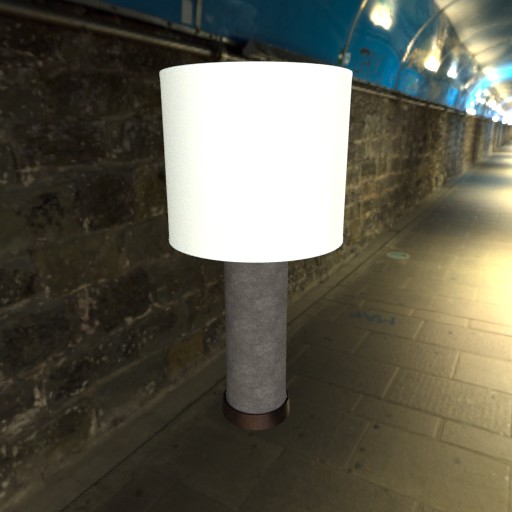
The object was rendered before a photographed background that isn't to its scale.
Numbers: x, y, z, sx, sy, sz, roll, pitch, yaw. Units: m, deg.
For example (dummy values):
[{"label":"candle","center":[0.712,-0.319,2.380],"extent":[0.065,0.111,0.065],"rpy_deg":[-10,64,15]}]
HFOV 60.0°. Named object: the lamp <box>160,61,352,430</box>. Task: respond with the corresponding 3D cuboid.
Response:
[{"label":"lamp","center":[0.000,0.000,0.791],"extent":[0.301,0.630,0.301],"rpy_deg":[-16,23,-42]}]
